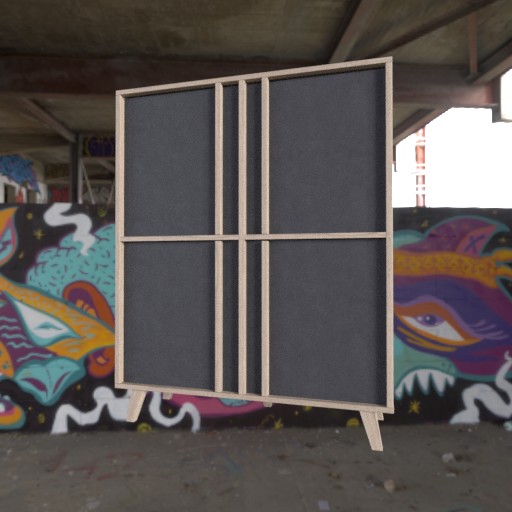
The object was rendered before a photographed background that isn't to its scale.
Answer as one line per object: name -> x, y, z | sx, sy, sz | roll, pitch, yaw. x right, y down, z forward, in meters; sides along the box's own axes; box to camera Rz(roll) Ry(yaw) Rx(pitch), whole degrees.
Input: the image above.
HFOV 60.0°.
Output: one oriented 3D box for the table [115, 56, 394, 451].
table -> 0.000, 0.000, 1.888 | 1.111, 1.388, 0.398 | 0, -1, 16
